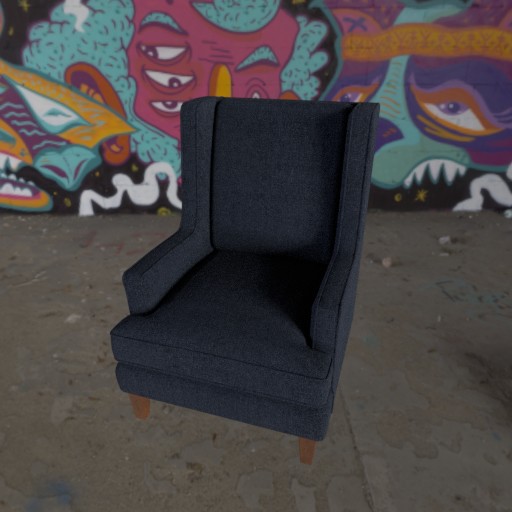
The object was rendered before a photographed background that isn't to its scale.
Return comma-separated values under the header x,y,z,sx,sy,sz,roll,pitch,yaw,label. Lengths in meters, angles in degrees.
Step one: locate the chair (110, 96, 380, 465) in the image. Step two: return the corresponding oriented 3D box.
x,y,z,sx,sy,sz,roll,pitch,yaw,label
0.000,0.000,1.723,0.764,1.072,0.947,8,27,16,chair
